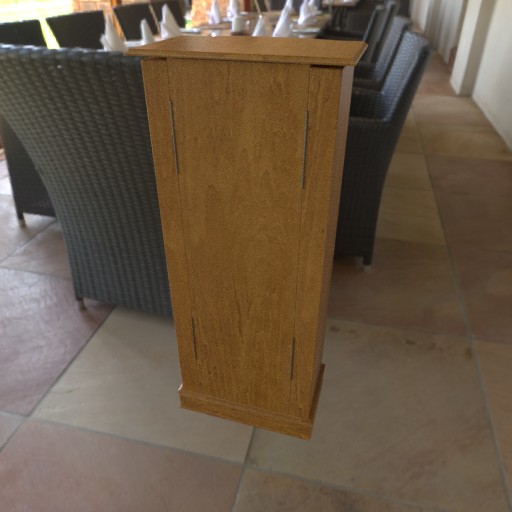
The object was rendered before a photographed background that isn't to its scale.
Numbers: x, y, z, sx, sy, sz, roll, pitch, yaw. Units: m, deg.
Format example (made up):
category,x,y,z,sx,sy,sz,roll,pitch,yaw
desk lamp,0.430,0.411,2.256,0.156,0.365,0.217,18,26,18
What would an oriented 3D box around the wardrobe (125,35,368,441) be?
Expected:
category,x,y,z,sx,sy,sz,roll,pitch,yaw
wardrobe,0.000,0.000,1.102,0.406,0.959,0.273,9,33,14
